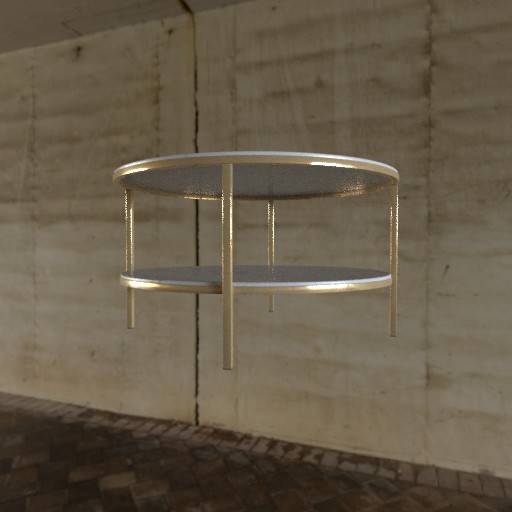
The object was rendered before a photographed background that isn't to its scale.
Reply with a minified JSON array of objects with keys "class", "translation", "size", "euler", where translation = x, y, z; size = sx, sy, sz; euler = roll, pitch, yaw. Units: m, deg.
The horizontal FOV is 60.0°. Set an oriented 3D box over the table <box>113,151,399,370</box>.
[{"class":"table","translation":[0.000,0.000,1.307],"size":[0.800,0.450,0.800],"euler":[0,2,0]}]
